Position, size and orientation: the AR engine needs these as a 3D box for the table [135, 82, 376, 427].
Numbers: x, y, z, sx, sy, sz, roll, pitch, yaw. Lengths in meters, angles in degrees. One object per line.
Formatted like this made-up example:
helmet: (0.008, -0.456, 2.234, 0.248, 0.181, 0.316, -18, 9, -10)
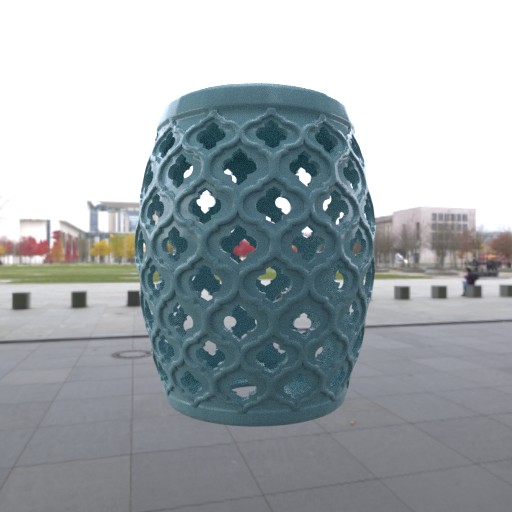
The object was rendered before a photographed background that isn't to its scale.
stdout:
table: (0.000, 0.000, 0.619, 0.325, 0.388, 0.325, 0, -1, 0)
